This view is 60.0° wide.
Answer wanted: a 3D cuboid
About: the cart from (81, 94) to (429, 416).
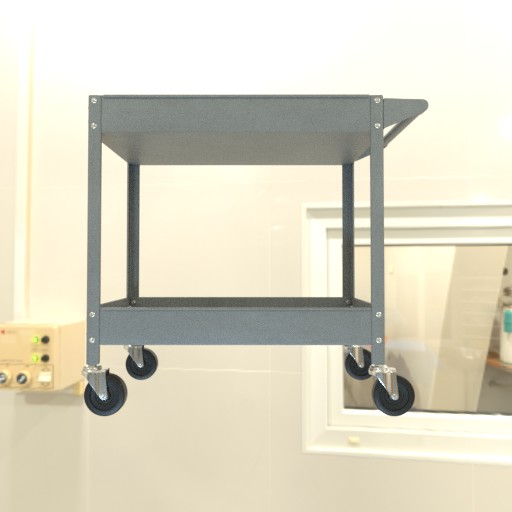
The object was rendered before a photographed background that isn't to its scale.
[{"bbox_3d":[0.000,0.000,1.162,0.779,0.719,0.366,0,-1,0],"label":"cart"}]
